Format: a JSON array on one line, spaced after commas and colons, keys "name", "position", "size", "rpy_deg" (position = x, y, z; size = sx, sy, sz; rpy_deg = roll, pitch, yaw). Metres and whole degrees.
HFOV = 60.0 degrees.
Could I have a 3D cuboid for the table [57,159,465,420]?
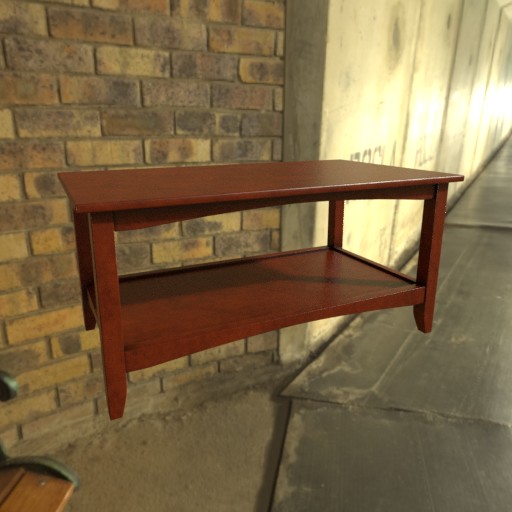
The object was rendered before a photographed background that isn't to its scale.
[{"name": "table", "position": [0.000, 0.000, 1.241], "size": [0.943, 0.456, 0.533], "rpy_deg": [-8, 19, -25]}]
